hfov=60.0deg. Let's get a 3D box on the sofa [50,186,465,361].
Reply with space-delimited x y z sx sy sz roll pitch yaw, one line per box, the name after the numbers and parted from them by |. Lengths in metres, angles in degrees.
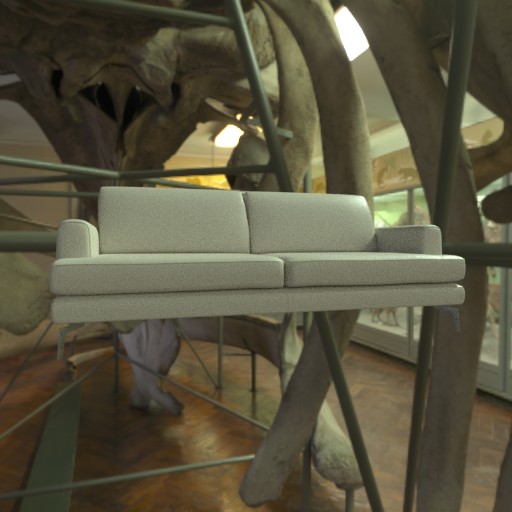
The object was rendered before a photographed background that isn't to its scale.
0.000 0.000 2.409 1.940 0.765 0.974 0 2 -17 | sofa
